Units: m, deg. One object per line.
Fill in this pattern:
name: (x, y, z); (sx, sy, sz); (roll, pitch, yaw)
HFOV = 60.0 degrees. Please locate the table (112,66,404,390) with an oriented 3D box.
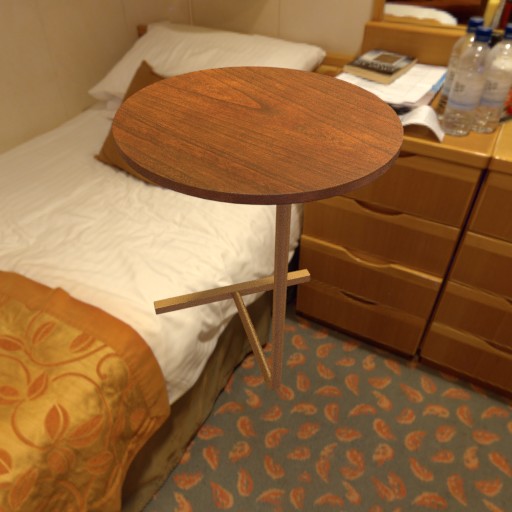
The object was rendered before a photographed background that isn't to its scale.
table: (0.000, 0.000, 1.069); (0.530, 0.706, 0.577); (-11, 41, -13)
